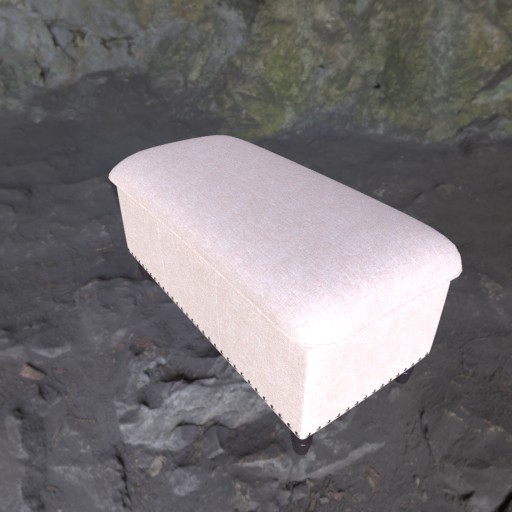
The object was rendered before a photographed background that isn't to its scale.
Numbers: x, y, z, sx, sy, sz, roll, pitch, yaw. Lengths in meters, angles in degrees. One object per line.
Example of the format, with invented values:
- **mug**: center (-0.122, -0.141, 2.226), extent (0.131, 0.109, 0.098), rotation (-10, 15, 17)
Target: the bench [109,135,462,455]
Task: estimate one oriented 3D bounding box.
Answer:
- **bench**: center (0.000, 0.000, 1.268), extent (0.483, 0.483, 0.991), rotation (-21, 38, -30)
